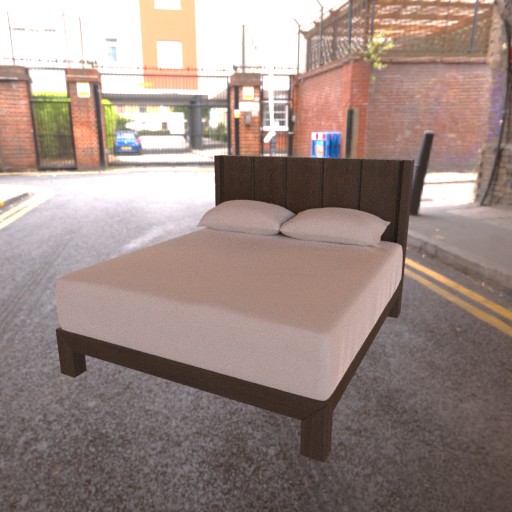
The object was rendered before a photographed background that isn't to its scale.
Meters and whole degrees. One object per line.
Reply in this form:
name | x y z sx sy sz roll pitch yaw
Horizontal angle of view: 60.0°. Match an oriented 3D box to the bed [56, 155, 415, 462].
bed | 0.000 0.000 3.089 1.735 1.261 1.992 8 17 26
